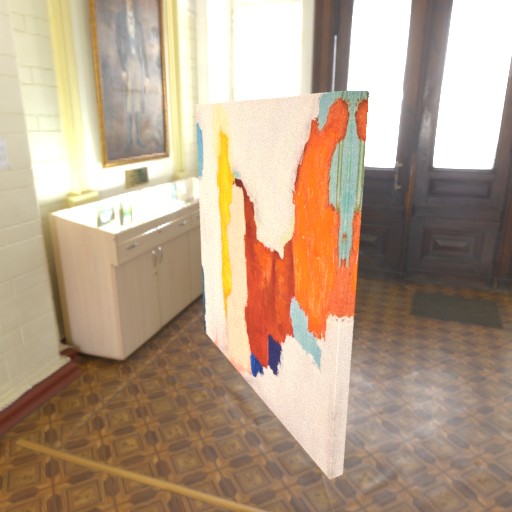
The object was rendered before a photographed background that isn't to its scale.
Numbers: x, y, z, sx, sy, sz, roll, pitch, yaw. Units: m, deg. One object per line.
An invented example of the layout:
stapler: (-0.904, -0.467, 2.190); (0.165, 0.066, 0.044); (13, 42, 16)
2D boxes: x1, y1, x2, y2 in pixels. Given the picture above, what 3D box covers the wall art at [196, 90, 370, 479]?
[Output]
wall art: (0.000, 0.000, 1.223); (0.037, 0.814, 0.814); (-8, 19, -25)
